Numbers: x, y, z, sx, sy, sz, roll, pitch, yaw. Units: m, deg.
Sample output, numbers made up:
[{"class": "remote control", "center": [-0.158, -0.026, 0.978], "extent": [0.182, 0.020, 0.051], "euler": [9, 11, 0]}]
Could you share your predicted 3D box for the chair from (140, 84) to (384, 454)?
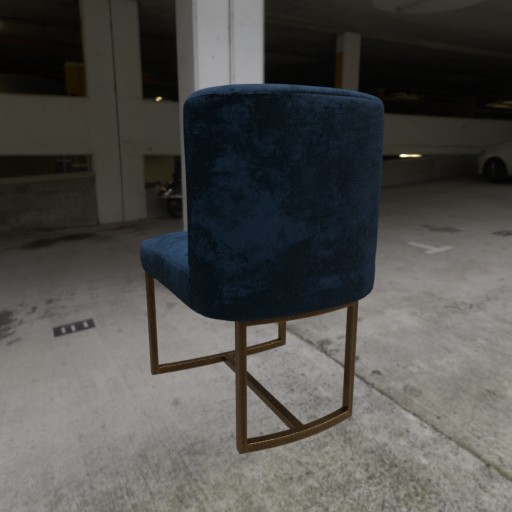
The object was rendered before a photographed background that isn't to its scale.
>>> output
[{"class": "chair", "center": [0.000, 0.000, 1.223], "extent": [0.530, 0.824, 0.560], "euler": [-7, 15, -27]}]
